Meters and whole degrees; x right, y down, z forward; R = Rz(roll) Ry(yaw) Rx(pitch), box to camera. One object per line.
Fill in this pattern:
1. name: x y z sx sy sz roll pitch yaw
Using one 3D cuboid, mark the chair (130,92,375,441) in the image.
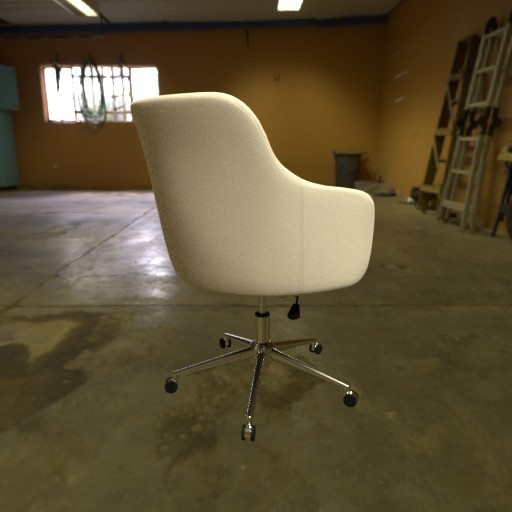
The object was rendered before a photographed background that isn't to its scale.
1. chair: 0.000 0.000 1.261 0.602 0.819 0.647 13 19 43
